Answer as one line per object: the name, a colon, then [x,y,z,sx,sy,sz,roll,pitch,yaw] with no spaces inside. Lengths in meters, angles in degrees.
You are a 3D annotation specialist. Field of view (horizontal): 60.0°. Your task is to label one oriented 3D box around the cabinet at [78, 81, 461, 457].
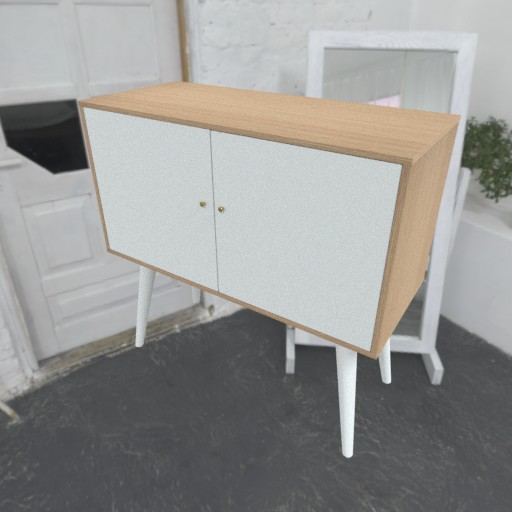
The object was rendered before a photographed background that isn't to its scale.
cabinet: [0.000,0.000,1.569,1.057,1.016,0.470,18,35,28]
